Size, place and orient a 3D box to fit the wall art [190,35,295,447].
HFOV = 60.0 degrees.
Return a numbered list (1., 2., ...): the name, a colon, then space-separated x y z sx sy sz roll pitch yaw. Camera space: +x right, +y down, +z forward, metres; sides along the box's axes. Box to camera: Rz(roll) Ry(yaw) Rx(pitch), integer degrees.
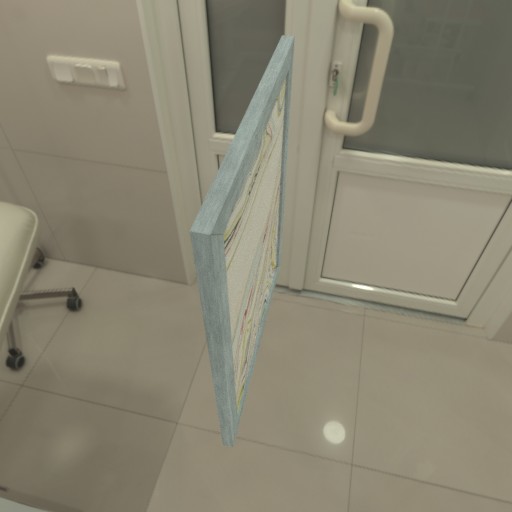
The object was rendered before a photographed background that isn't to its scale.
1. wall art: 0.000 0.000 0.801 0.022 0.582 0.479 10 49 9
